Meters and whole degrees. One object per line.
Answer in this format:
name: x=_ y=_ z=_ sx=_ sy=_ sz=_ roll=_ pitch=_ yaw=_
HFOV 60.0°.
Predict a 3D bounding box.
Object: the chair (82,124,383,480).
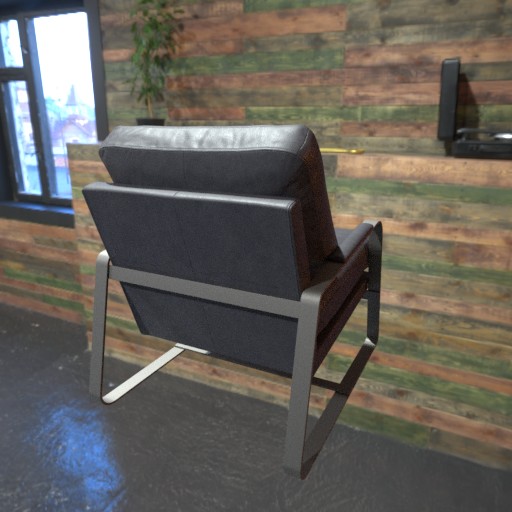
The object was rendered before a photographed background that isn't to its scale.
chair: x=0.000 y=0.000 z=1.464 sx=0.692 sy=0.839 sz=0.878 roll=9 pitch=19 yaw=26
